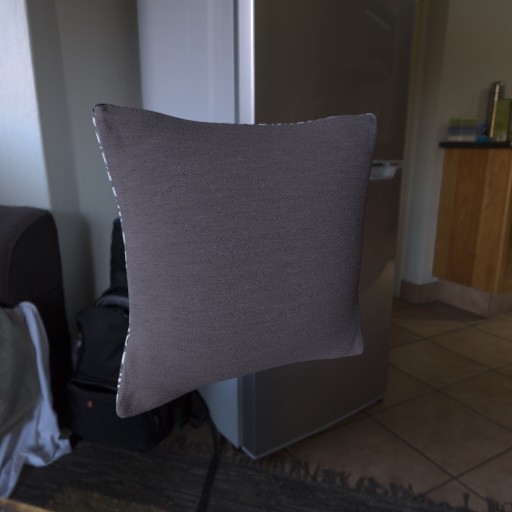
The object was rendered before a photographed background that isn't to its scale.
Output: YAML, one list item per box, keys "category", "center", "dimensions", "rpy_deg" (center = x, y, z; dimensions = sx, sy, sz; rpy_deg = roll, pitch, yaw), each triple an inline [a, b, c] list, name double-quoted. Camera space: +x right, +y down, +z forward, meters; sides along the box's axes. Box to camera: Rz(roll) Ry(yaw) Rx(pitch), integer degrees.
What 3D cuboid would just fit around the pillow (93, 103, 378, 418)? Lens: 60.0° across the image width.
- category: "pillow"
  center: [0.000, 0.000, 0.660]
  dimensions: [0.436, 0.417, 0.148]
  rpy_deg: [-7, 16, -26]
